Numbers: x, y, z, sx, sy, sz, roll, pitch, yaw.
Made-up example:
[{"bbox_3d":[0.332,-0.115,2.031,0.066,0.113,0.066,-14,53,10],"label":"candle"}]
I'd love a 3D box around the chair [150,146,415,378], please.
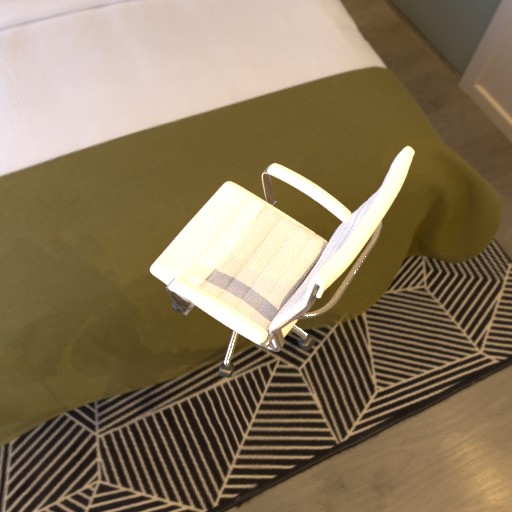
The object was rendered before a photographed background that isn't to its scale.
[{"bbox_3d":[0.000,0.000,1.563,0.679,1.149,0.679,32,68,15],"label":"chair"}]
